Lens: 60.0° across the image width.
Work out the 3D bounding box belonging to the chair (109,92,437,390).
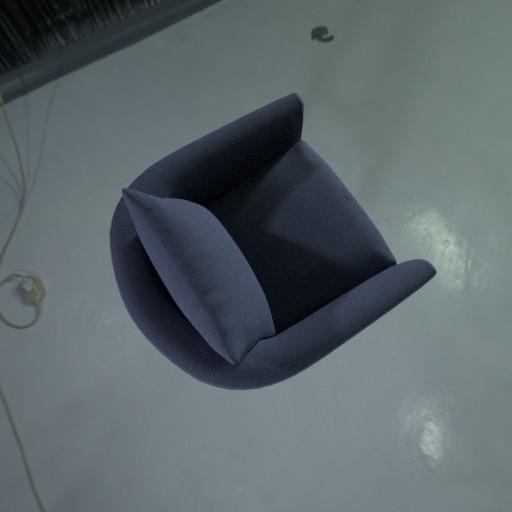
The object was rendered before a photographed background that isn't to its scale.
[{"bbox_3d":[0.000,0.000,1.624,0.910,0.848,0.845,-33,78,-8],"label":"chair"}]
